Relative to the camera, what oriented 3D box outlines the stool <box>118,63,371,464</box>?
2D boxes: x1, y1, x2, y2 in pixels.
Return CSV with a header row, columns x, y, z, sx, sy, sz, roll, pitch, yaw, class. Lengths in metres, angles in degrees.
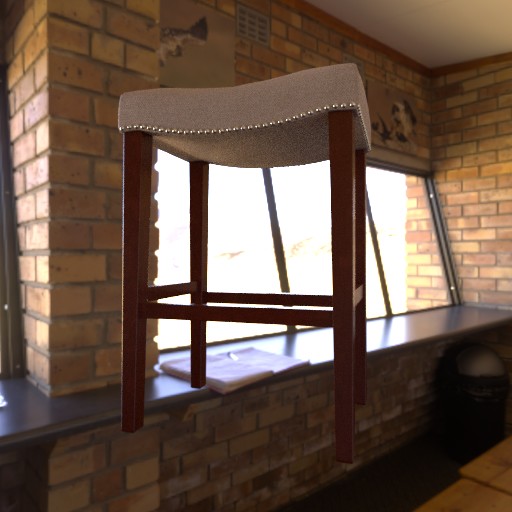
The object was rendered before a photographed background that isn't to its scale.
x,y,z,sx,sy,sz,roll,pitch,yaw,class
0.000,0.000,1.032,0.504,0.742,0.372,0,0,18,stool
